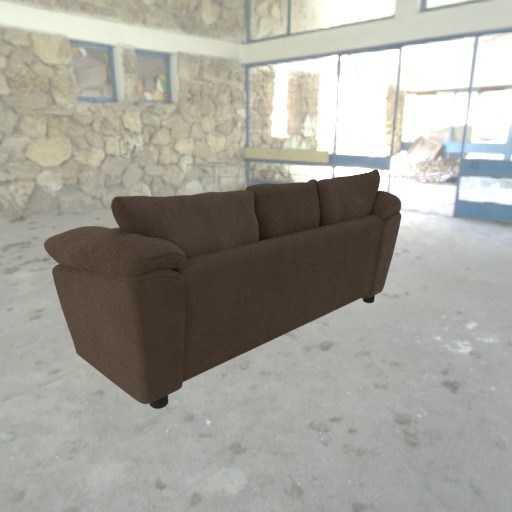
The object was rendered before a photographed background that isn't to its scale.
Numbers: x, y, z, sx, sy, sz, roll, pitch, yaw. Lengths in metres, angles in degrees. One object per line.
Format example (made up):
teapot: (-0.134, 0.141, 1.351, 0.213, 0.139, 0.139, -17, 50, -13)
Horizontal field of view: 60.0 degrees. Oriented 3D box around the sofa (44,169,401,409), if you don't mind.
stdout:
sofa: (0.000, 0.000, 2.864, 0.878, 1.015, 2.336, 15, 21, 43)
